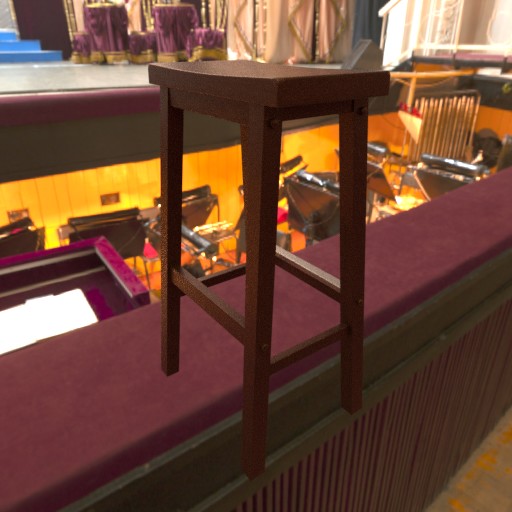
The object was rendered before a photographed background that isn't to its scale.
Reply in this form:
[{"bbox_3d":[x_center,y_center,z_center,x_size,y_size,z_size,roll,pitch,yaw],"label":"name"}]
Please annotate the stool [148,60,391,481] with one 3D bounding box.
[{"bbox_3d":[0.000,0.000,0.942,0.322,0.742,0.406,-18,32,-32],"label":"stool"}]
